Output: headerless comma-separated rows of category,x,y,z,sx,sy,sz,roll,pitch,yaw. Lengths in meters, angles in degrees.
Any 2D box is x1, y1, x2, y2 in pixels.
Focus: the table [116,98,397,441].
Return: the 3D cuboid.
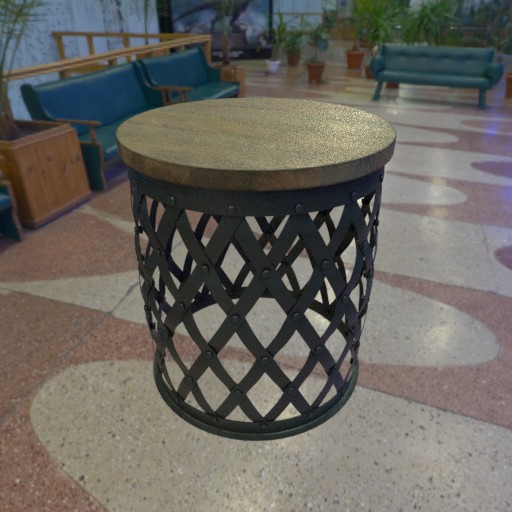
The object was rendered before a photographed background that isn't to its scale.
table,0.000,0.000,0.774,0.405,0.454,0.405,0,30,0
